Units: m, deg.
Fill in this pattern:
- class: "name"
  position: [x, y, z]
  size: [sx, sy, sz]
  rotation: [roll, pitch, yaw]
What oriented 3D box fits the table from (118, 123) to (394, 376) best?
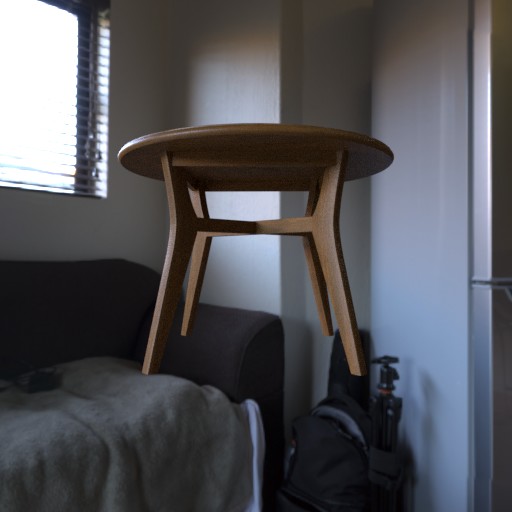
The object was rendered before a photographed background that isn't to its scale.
- class: "table"
  position: [0.000, 0.000, 1.775]
  size: [1.055, 0.757, 1.055]
  rotation: [0, 0, 0]
